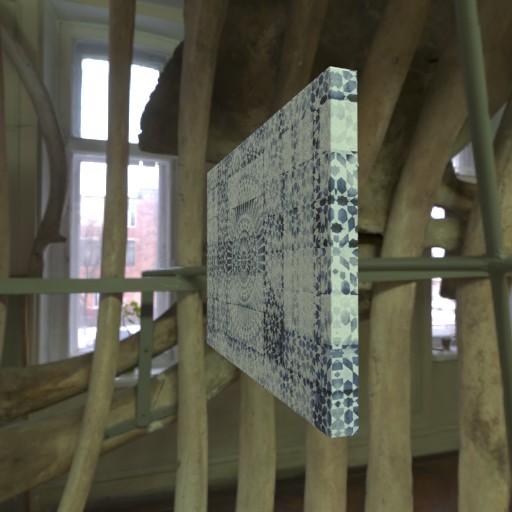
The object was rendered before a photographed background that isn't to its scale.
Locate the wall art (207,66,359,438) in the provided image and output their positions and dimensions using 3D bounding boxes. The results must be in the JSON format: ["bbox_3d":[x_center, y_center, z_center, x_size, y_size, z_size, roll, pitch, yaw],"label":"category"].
[{"bbox_3d":[0.000,0.000,1.160,0.057,0.608,0.911,0,-1,-19],"label":"wall art"}]
